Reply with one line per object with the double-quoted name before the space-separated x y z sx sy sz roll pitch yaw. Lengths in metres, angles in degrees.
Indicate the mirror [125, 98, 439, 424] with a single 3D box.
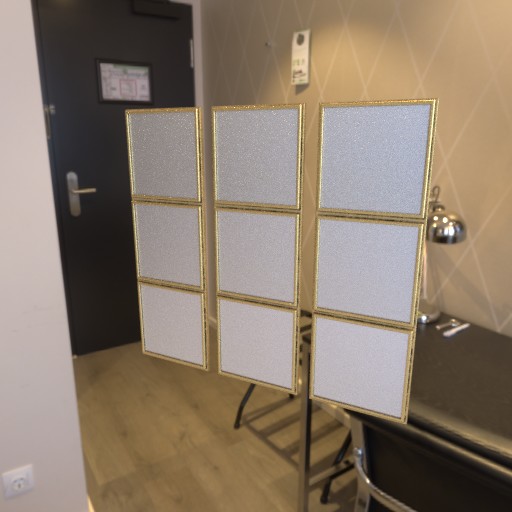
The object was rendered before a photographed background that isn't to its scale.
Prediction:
"mirror" 0.000 0.000 1.432 1.011 0.926 0.023 7 16 26
